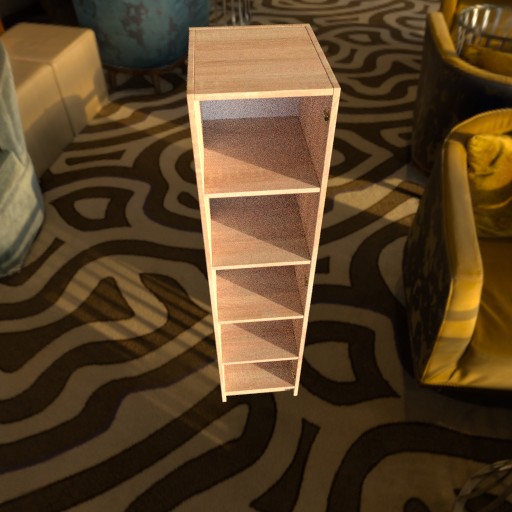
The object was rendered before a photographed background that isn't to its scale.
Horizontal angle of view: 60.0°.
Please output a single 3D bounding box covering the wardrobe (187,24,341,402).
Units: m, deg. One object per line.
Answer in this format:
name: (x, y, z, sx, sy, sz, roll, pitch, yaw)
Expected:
wardrobe: (0.000, 0.000, 2.378, 0.496, 2.117, 0.588, -4, 46, -4)
